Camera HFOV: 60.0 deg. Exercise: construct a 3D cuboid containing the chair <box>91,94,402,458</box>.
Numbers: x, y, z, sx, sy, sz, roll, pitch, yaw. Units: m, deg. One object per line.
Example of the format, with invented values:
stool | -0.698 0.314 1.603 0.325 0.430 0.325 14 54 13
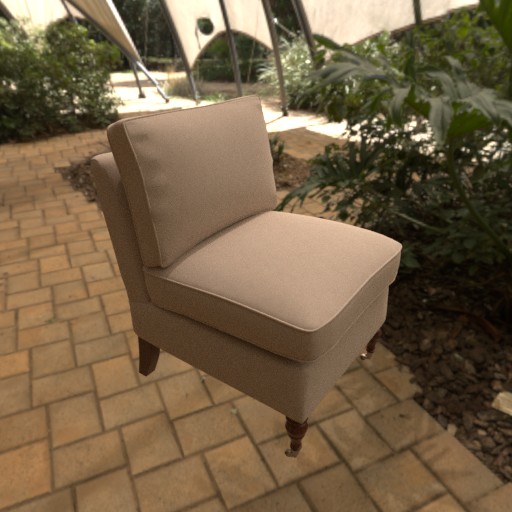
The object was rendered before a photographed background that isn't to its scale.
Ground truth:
chair | 0.000 0.000 1.673 0.912 1.052 0.724 18 32 32
